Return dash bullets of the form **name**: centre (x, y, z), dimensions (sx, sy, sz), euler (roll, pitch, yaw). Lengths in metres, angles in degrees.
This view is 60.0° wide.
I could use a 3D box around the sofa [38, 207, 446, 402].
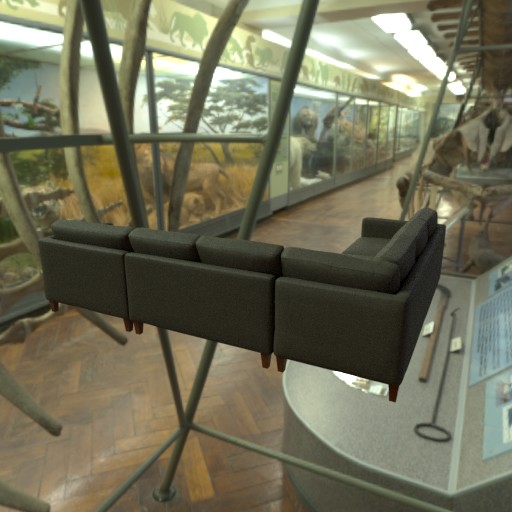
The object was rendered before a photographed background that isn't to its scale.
- **sofa**: centre (0.000, 0.000, 4.646), dimensions (3.460, 0.961, 2.594), euler (8, 18, 26)
